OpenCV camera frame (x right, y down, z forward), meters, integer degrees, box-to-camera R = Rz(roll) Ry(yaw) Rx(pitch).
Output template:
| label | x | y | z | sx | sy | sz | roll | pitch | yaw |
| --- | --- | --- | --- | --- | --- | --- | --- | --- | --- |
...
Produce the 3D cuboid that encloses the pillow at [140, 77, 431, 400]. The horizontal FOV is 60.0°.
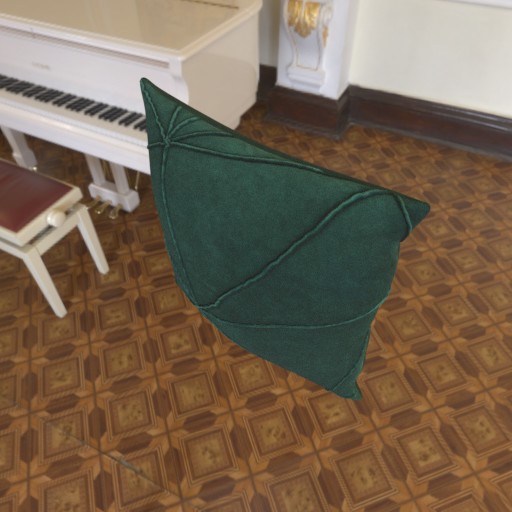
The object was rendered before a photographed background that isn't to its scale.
| label | x | y | z | sx | sy | sz | roll | pitch | yaw |
| --- | --- | --- | --- | --- | --- | --- | --- | --- | --- |
| pillow | 0.000 | 0.000 | 0.680 | 0.439 | 0.440 | 0.184 | 30 | 54 | 26 |
